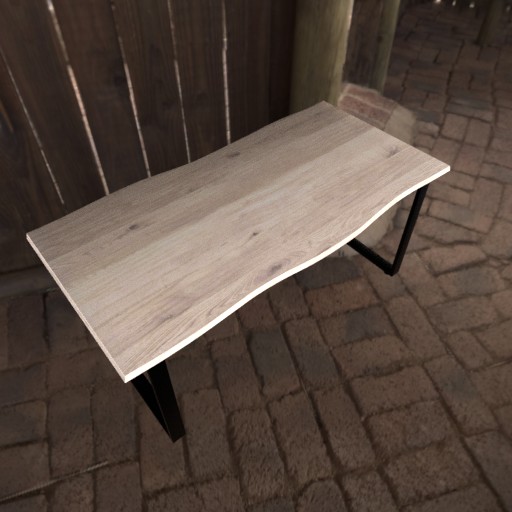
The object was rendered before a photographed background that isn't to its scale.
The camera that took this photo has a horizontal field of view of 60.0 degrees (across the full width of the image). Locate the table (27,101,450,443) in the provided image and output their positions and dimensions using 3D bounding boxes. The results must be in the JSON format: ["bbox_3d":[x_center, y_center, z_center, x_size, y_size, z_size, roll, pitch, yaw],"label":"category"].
[{"bbox_3d":[0.000,0.000,2.301,1.800,0.780,0.900,-31,54,-26],"label":"table"}]
